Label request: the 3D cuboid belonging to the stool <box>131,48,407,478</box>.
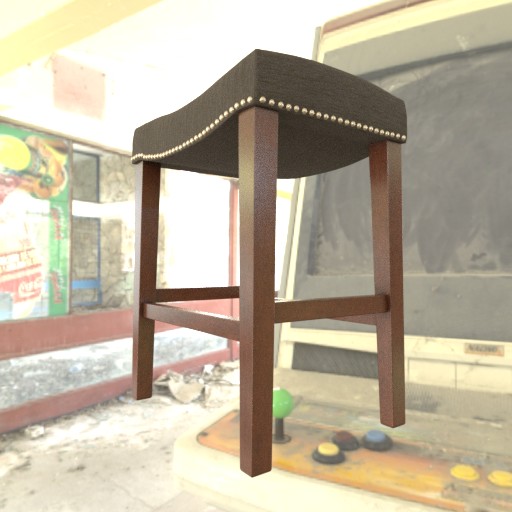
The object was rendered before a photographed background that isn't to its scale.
[{"bbox_3d":[0.000,0.000,0.944,0.372,0.654,0.504,1,-1,-36],"label":"stool"}]
